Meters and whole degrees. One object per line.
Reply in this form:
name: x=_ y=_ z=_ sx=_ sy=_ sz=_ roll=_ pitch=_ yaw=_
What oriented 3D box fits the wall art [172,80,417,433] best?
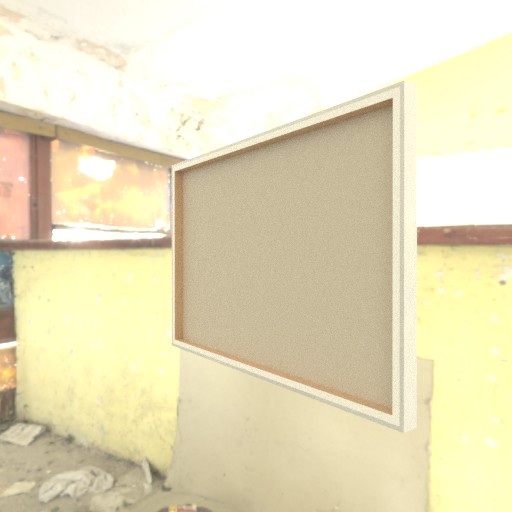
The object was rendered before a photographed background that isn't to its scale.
wall art: x=0.000 y=0.000 z=1.146 sx=0.038 sy=0.610 sz=0.915 roll=0 pitch=0 yaw=-36
